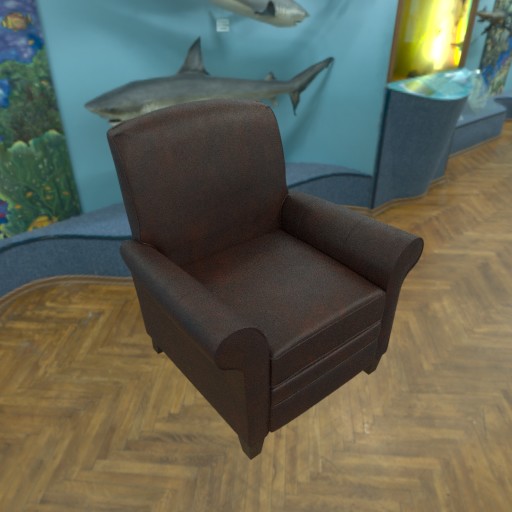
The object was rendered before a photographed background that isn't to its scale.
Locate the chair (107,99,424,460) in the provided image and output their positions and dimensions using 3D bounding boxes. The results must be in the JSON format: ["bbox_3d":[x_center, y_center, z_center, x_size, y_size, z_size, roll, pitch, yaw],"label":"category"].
[{"bbox_3d":[0.000,0.000,1.780,0.978,1.061,0.902,-22,38,-32],"label":"chair"}]
